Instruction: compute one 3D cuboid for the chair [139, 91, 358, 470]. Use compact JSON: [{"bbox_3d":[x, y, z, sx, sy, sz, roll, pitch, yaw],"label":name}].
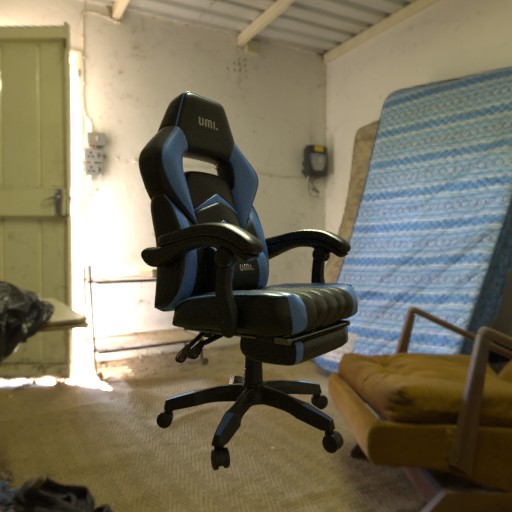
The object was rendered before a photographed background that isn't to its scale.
[{"bbox_3d":[0.000,0.000,1.651,0.700,1.280,0.700,1,1,37],"label":"chair"}]
